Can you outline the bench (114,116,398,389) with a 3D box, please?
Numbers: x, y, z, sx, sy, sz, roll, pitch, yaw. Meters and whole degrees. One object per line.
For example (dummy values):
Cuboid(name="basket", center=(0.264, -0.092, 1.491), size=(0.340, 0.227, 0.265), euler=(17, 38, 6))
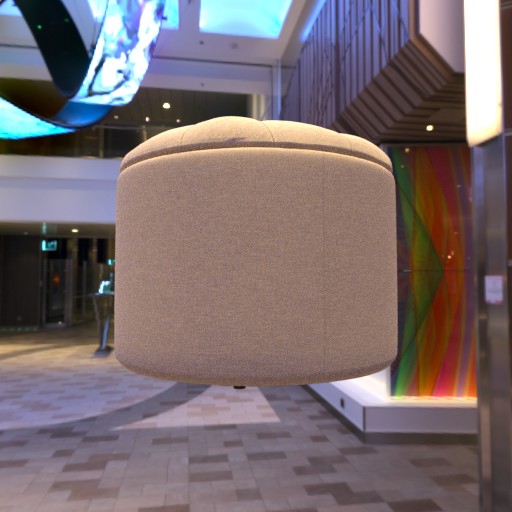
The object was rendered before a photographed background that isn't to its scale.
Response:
Cuboid(name="bench", center=(0.000, 0.000, 0.991), size=(0.600, 0.454, 0.600), euler=(0, -3, 0))
